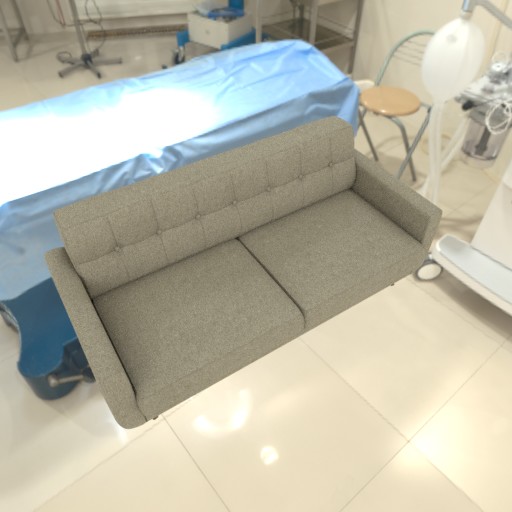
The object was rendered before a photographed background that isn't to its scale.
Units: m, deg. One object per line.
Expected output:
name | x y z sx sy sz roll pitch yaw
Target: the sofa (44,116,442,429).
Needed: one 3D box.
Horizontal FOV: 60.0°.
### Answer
sofa | 0.000 0.000 2.547 2.055 0.873 0.968 -24 50 -22
